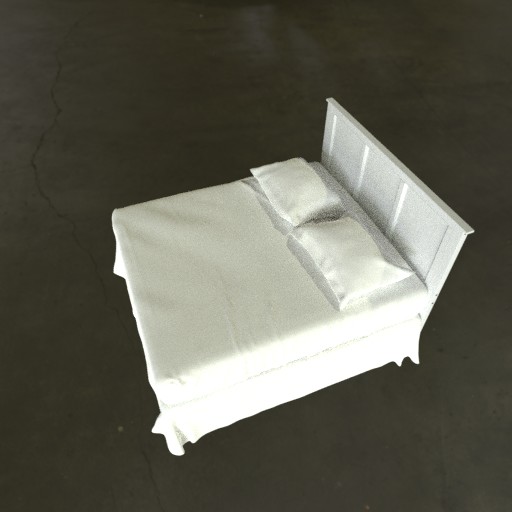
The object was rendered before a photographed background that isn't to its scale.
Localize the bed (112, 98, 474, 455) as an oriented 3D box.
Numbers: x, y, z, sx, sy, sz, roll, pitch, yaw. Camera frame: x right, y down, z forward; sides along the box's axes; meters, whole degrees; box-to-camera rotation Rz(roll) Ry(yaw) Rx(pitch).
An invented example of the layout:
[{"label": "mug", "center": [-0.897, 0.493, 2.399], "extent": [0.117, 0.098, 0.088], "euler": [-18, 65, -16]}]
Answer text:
[{"label": "bed", "center": [0.000, 0.000, 3.203], "extent": [2.047, 1.269, 1.876], "euler": [-16, 49, -15]}]
